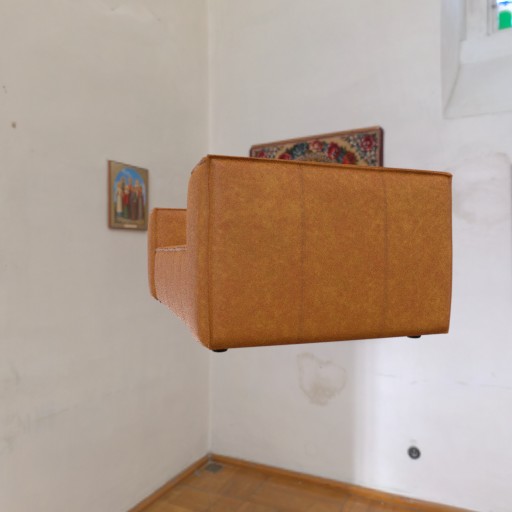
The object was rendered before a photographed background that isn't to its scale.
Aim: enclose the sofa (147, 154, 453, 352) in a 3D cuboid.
[{"bbox_3d":[0.000,0.000,2.610,1.102,0.703,2.088,0,0,-18],"label":"sofa"}]
